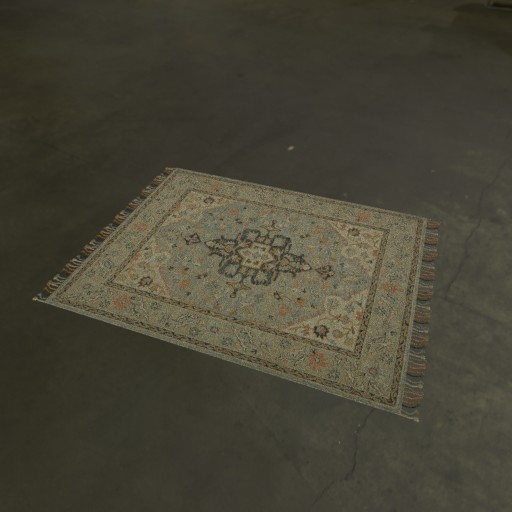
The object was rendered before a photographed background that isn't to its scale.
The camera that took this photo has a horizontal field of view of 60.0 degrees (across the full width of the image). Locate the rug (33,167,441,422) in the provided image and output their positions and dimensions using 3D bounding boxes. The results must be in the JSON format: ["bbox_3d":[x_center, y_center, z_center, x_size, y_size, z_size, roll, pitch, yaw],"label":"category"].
[{"bbox_3d":[0.000,0.000,4.199,3.221,0.011,2.379,14,43,15],"label":"rug"}]
